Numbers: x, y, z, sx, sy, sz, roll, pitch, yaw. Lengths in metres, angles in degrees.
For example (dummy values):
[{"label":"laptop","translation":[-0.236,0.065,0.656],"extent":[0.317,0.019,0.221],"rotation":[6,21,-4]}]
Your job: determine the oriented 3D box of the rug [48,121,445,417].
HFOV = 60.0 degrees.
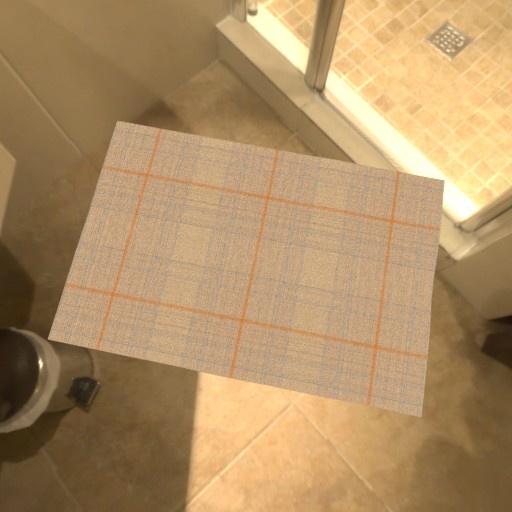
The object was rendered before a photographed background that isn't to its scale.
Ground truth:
[{"label":"rug","translation":[0.000,0.000,2.270],"extent":[1.825,0.015,1.232],"rotation":[11,75,3]}]
